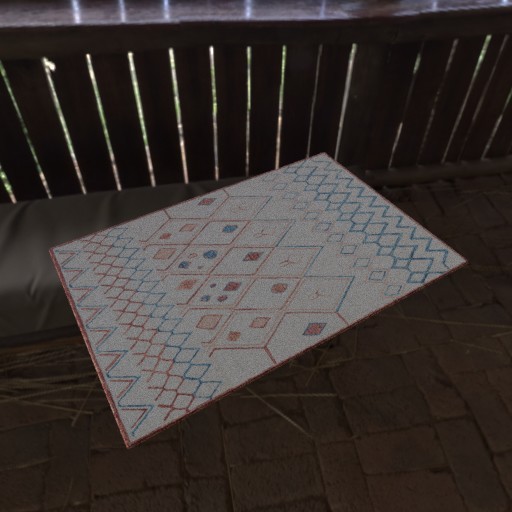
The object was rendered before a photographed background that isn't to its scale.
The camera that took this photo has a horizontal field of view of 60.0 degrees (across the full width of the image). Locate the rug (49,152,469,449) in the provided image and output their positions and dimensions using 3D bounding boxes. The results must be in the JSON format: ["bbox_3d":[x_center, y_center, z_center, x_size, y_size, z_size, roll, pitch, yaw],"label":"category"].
[{"bbox_3d":[0.000,0.000,2.315,1.829,0.016,1.219,-23,49,-22],"label":"rug"}]
